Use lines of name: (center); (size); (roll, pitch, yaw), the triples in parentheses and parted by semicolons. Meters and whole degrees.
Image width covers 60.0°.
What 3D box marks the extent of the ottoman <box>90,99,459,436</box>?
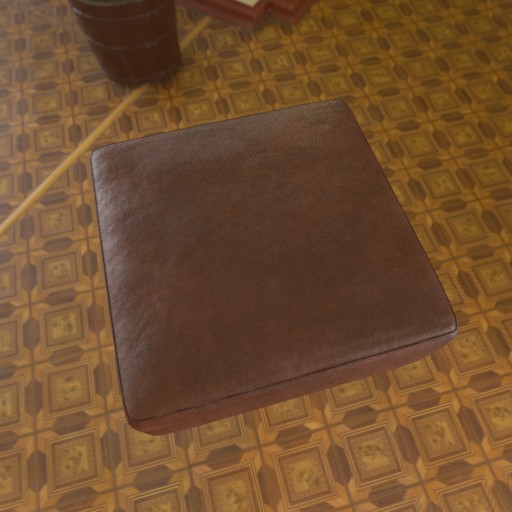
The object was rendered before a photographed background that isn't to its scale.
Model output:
ottoman: (0.000, 0.000, 1.328); (0.836, 0.415, 0.844); (-14, 63, -7)
